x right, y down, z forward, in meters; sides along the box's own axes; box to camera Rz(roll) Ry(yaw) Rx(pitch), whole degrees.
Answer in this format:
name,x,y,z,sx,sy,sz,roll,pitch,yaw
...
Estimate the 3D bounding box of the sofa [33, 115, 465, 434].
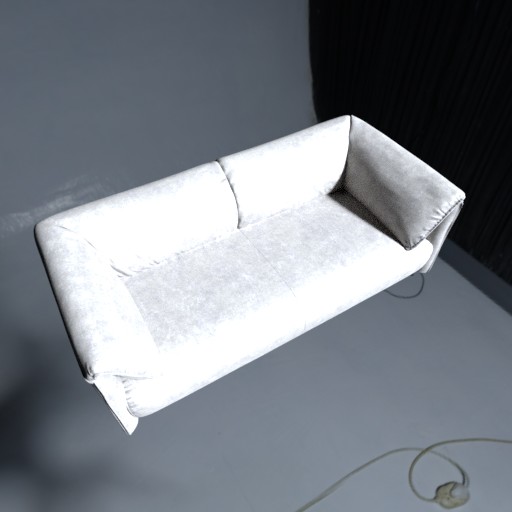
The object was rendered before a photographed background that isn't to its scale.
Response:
name,x,y,z,sx,sy,sz,roll,pitch,yaw
sofa,0.000,0.000,2.297,1.878,0.747,0.905,-24,52,-20
